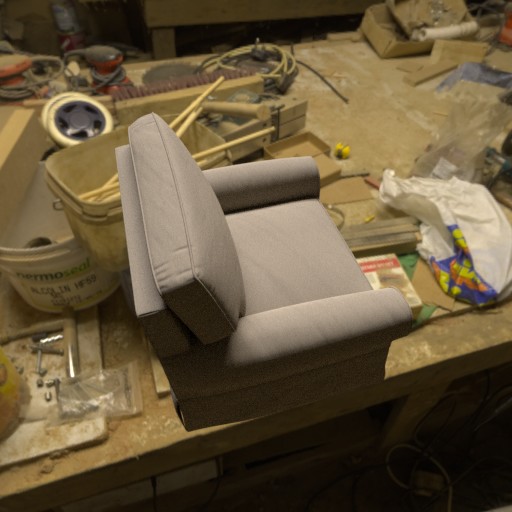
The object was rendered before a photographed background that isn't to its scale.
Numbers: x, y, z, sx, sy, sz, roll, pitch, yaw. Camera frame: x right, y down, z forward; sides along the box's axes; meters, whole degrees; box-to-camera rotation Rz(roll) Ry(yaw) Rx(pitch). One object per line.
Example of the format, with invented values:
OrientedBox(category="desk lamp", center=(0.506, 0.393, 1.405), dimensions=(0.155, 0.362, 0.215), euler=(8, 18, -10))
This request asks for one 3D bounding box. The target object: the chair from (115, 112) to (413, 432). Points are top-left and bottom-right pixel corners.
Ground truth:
OrientedBox(category="chair", center=(0.000, 0.000, 1.936), dimensions=(0.988, 1.017, 1.135), euler=(-12, 48, -11))
